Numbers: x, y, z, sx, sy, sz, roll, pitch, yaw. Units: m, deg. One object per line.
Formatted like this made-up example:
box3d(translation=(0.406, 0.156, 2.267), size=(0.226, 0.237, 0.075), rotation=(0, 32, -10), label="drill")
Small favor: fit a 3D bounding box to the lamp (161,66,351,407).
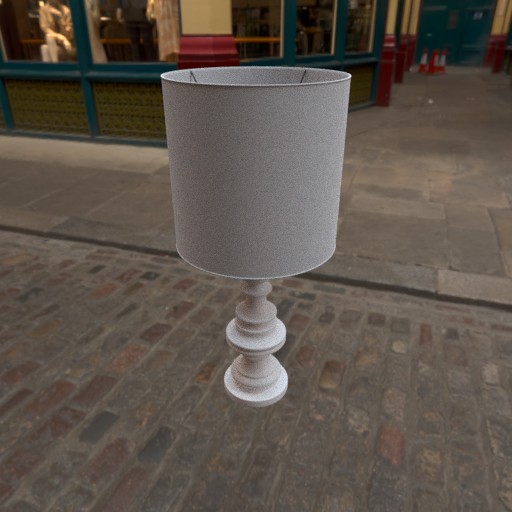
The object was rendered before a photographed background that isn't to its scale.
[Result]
box3d(translation=(0.000, 0.000, 0.598), size=(0.208, 0.455, 0.208), rotation=(9, 29, 16), label="lamp")
